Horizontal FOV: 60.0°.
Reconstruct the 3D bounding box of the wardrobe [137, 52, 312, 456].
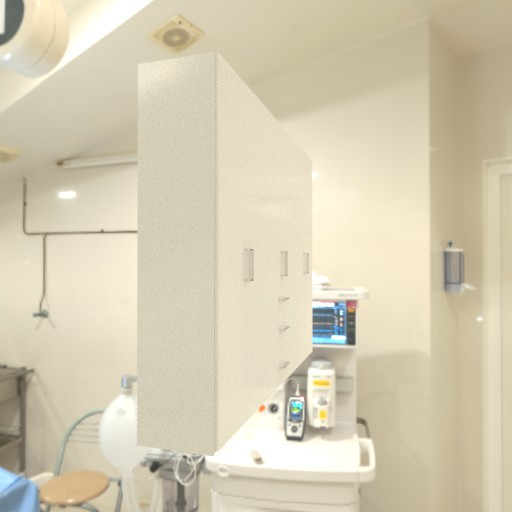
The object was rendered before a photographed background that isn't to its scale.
[{"bbox_3d":[0.000,0.000,4.081,0.580,2.360,3.000,0,-1,18],"label":"wardrobe"}]
